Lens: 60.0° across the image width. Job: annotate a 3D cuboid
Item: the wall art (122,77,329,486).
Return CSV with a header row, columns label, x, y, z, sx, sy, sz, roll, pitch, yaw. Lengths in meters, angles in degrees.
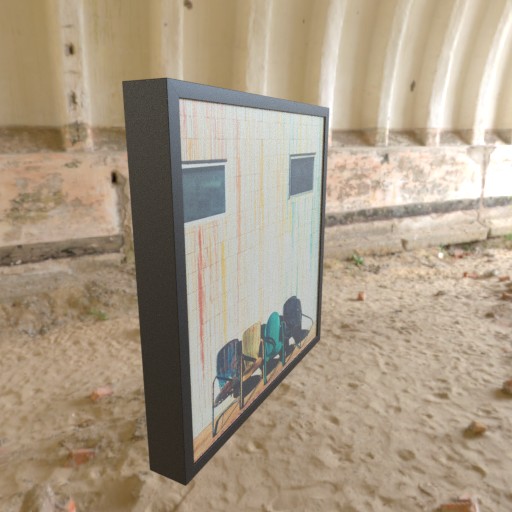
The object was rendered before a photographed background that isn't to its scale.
label,x,y,z,sx,sy,sz,roll,pitch,yaw
wall art,0.000,0.000,0.451,0.038,0.304,0.304,8,17,27
